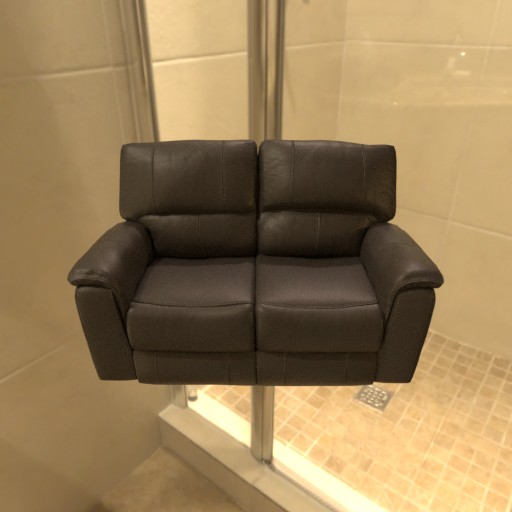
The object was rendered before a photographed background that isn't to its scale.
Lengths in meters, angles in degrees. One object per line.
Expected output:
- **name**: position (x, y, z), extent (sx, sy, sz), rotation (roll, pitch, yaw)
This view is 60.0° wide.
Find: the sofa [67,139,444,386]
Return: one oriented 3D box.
- **sofa**: position (0.000, 0.000, 2.504), extent (1.765, 1.111, 1.104), rotation (0, 29, 1)
